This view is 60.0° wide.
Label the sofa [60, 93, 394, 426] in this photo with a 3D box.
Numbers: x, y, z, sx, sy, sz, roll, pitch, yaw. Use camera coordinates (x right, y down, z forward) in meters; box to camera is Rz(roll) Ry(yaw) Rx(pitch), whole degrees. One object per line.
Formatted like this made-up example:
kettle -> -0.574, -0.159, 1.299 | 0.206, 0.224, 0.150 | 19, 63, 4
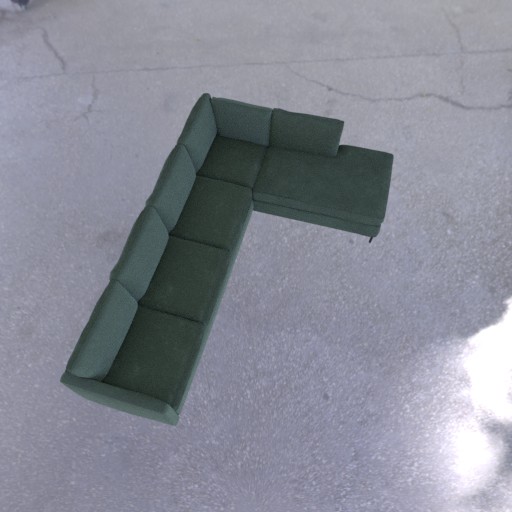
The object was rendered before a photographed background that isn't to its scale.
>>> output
sofa -> 0.000, 0.000, 3.186 | 1.707, 0.687, 2.486 | 14, 61, 8
